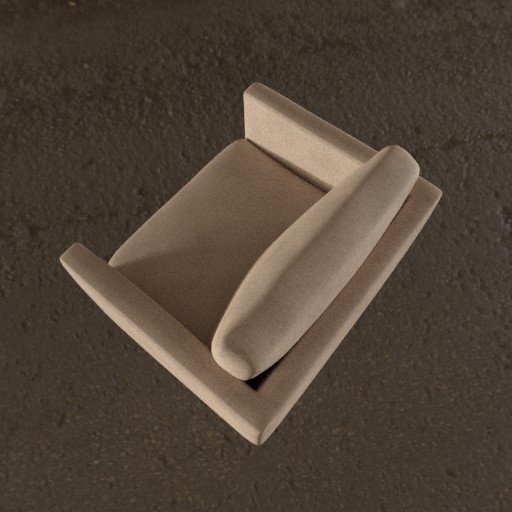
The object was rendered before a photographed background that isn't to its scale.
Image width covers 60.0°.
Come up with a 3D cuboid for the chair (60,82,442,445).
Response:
[{"bbox_3d":[0.000,0.000,1.856,0.959,0.961,1.133,36,69,16],"label":"chair"}]
